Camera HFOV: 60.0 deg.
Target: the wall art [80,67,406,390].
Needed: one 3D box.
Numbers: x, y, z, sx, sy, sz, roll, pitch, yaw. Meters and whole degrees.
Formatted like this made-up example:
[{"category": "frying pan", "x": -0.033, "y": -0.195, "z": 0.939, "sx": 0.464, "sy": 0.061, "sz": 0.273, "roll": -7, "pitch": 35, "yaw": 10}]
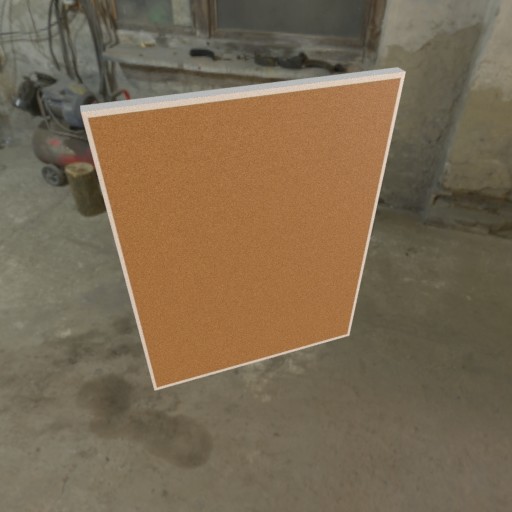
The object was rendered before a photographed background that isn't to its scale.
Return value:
[{"category": "wall art", "x": 0.000, "y": 0.000, "z": 1.388, "sx": 0.795, "sy": 1.050, "sz": 0.039, "roll": -12, "pitch": 42, "yaw": -14}]
